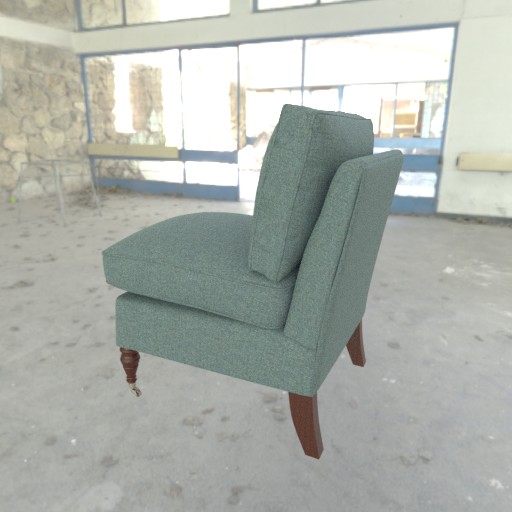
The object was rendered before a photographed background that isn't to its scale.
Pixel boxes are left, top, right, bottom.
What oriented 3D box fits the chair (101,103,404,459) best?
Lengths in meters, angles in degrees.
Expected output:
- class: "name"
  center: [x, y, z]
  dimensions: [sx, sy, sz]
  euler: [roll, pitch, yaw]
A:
- class: "chair"
  center: [0.000, 0.000, 1.438]
  dimensions: [0.796, 0.901, 0.624]
  euler: [7, 18, 25]
